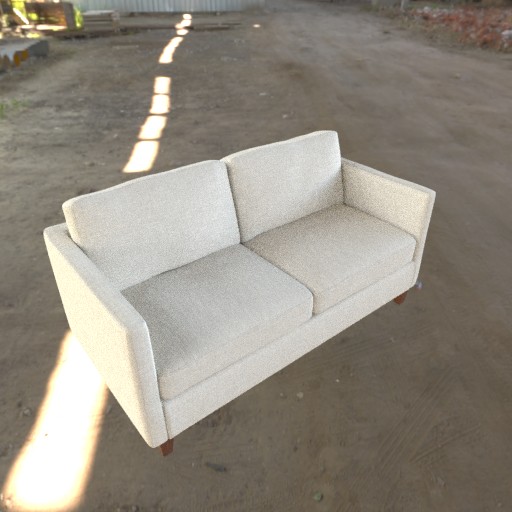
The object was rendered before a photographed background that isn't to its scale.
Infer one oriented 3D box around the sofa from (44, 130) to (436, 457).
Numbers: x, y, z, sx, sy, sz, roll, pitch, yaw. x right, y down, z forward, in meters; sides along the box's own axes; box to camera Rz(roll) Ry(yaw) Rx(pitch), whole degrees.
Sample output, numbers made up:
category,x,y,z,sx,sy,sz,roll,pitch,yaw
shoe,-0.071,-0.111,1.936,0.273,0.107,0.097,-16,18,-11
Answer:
category,x,y,z,sx,sy,sz,roll,pitch,yaw
sofa,0.000,0.000,2.389,1.838,0.963,0.950,-23,39,-32
